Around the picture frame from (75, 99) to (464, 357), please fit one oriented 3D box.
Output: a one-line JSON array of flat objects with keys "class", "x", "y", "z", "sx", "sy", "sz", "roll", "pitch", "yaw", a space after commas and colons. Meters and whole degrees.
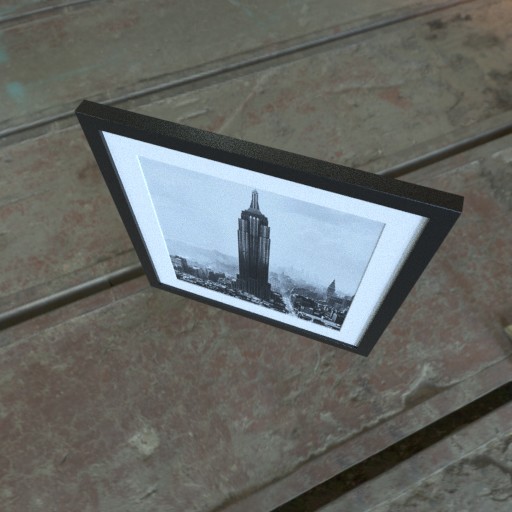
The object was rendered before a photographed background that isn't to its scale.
[{"class": "picture frame", "x": 0.000, "y": 0.000, "z": 0.850, "sx": 0.559, "sy": 0.557, "sz": 0.029, "roll": 17, "pitch": 60, "yaw": 10}]
